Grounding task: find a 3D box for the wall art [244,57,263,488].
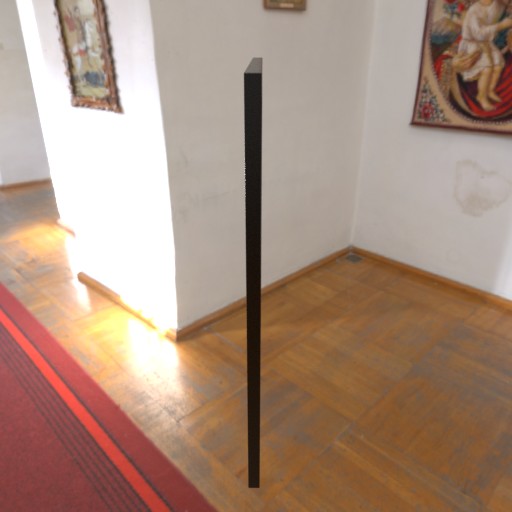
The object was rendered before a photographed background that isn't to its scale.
[{"bbox_3d":[0.000,0.000,0.540,0.013,0.432,0.304,0,26,1],"label":"wall art"}]
